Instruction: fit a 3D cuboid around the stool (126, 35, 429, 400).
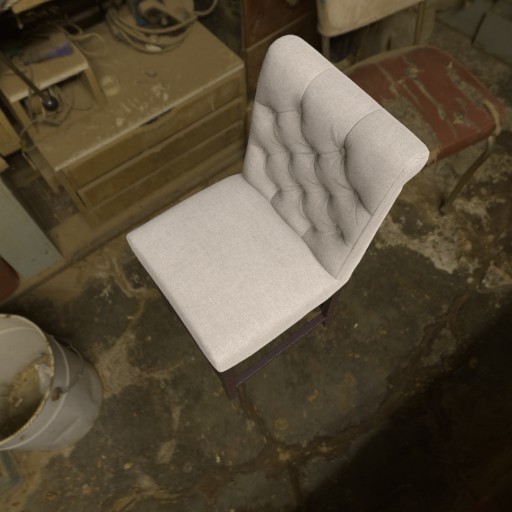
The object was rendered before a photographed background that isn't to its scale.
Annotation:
[{"bbox_3d":[0.000,0.000,1.366,0.601,1.040,0.493,-34,68,-15],"label":"stool"}]
